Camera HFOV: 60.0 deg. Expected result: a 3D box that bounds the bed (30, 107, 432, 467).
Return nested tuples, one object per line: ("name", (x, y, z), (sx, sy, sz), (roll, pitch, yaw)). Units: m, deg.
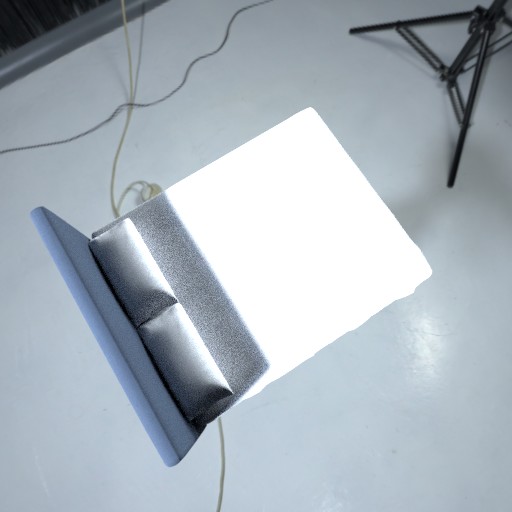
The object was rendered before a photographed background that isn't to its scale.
("bed", (0.000, 0.000, 3.178), (2.162, 1.330, 1.713), (-32, 79, -7))
